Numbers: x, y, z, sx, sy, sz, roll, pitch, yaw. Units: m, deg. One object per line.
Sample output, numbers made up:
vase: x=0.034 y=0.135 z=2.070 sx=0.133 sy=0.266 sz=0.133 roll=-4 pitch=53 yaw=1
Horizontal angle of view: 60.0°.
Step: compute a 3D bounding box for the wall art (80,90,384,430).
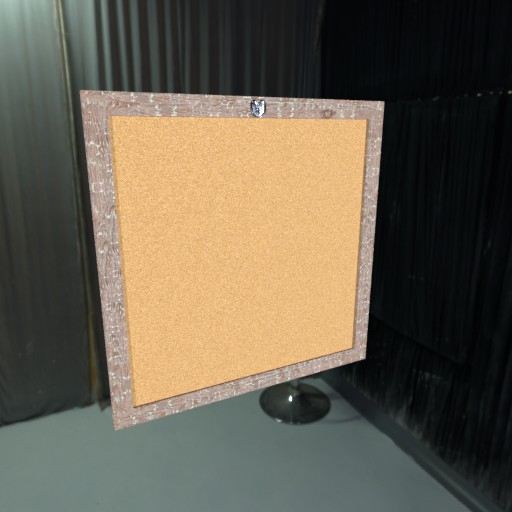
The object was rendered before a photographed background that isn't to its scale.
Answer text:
wall art: x=0.000 y=0.000 z=0.568 sx=0.384 sy=0.384 sz=0.012 roll=-8 pitch=18 yaw=-26
